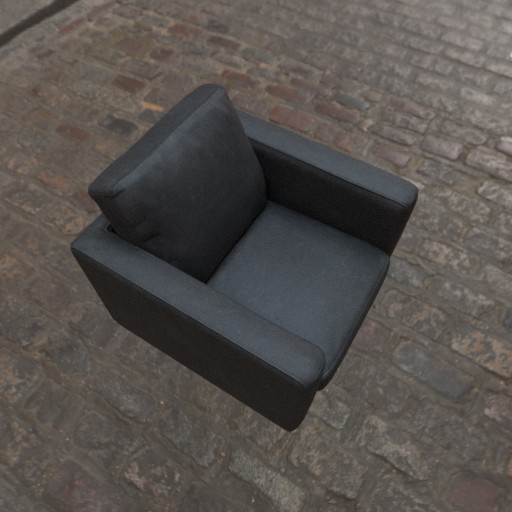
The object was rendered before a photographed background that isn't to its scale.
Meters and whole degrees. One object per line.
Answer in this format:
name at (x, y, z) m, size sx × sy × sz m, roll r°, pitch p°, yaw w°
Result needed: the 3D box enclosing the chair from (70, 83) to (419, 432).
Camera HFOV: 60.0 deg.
chair at (0.000, 0.000, 1.618) m, size 0.879 × 0.898 × 0.831 m, roll 27°, pitch 61°, yaw 17°
